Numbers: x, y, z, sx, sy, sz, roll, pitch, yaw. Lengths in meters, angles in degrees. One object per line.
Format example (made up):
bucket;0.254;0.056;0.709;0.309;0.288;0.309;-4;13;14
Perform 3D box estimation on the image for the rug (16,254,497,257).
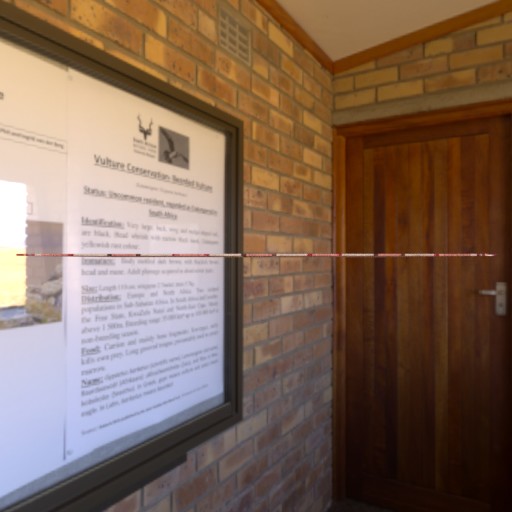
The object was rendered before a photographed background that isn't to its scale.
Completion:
rug;0.000;0.000;2.280;1.817;0.008;1.223;0;0;-1
